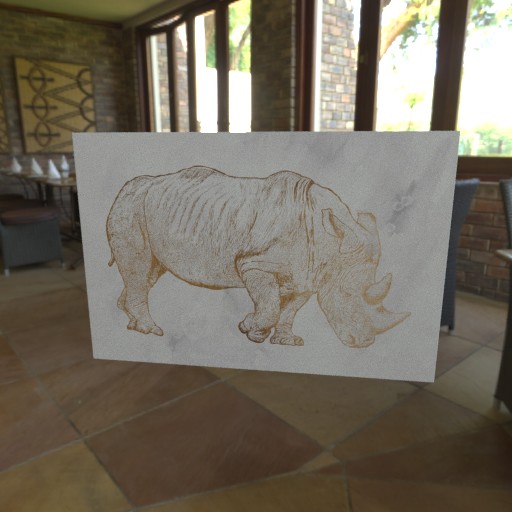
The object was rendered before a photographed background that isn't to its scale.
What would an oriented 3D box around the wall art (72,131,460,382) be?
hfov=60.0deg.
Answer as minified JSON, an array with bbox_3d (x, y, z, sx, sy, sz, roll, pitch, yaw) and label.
[{"bbox_3d":[0.000,0.000,0.757,0.609,0.407,0.038,2,14,8],"label":"wall art"}]
